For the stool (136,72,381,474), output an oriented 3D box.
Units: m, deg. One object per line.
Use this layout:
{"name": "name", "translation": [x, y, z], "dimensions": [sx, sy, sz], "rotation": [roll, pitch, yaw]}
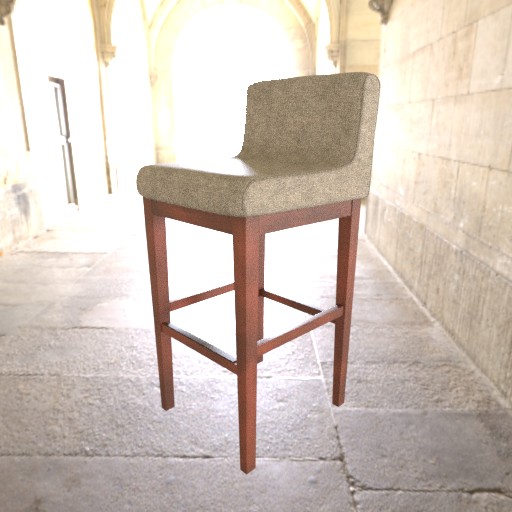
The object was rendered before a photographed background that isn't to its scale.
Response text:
{"name": "stool", "translation": [0.000, 0.000, 1.242], "dimensions": [0.499, 0.965, 0.426], "rotation": [-16, 23, -42]}
